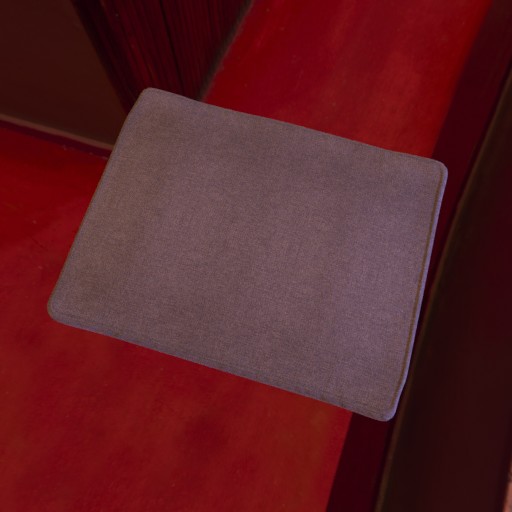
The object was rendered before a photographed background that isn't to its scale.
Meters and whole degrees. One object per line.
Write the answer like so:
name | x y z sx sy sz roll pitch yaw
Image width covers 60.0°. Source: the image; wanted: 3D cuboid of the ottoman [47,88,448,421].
ottoman | 0.000 0.000 1.240 0.833 0.492 0.652 16 75 4
